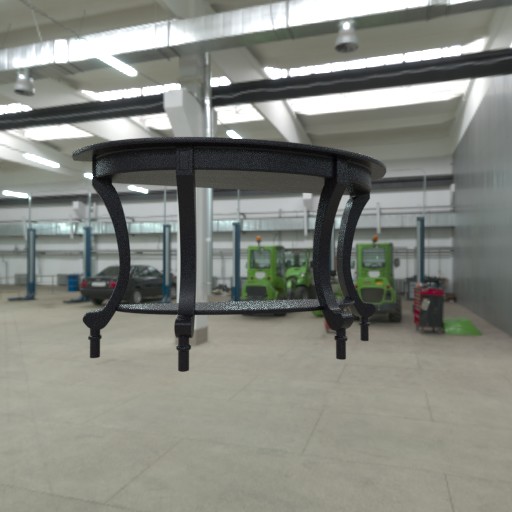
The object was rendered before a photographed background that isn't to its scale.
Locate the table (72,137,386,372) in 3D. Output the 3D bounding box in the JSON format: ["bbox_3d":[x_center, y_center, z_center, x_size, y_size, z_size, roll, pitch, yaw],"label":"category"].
[{"bbox_3d":[0.000,0.000,1.522,1.198,0.692,0.394,0,-1,-18],"label":"table"}]
